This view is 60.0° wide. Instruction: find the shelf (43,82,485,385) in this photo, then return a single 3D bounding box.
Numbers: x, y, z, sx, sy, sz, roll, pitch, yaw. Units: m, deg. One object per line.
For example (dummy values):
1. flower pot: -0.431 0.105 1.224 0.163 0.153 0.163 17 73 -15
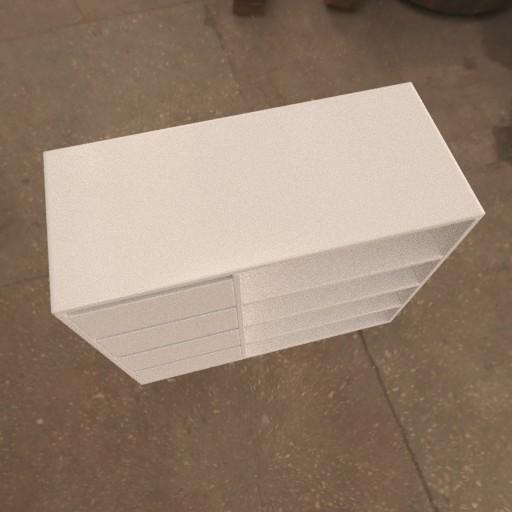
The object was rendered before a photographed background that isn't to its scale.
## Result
1. shelf: 0.000 0.000 1.293 0.895 0.732 0.396 -13 64 -6
